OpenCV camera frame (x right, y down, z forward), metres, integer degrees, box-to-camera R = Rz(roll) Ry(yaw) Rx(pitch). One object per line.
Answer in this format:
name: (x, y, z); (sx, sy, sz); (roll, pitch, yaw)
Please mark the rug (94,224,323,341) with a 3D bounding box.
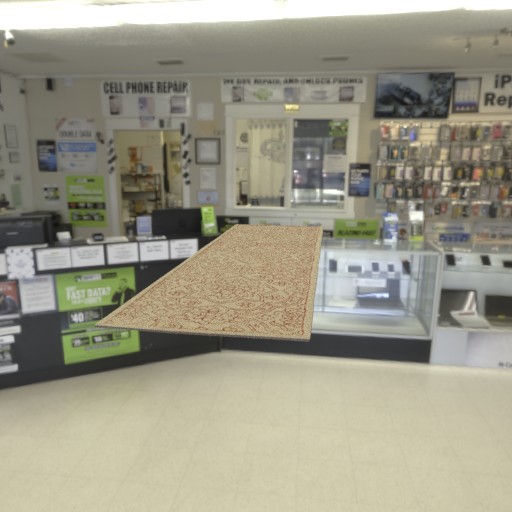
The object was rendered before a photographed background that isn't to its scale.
rug: (0.000, 0.000, 2.686); (0.769, 0.012, 2.448); (2, 13, 9)
